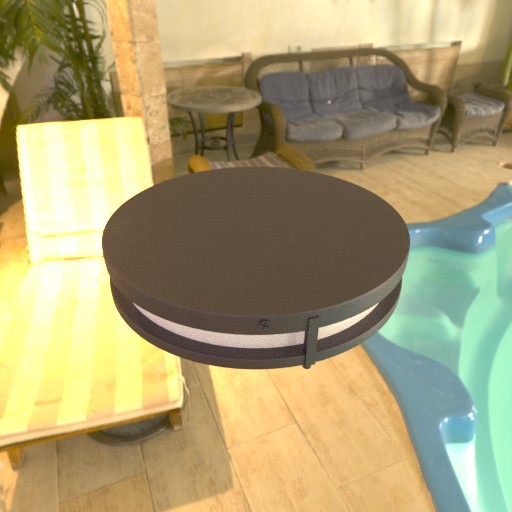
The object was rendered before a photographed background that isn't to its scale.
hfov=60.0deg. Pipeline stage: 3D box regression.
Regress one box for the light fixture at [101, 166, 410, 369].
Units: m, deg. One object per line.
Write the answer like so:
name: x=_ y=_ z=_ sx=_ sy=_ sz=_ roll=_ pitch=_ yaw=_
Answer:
light fixture: x=0.000 y=0.000 z=0.555 sx=0.356 sy=0.102 sz=0.356 roll=0 pitch=32 yaw=0
